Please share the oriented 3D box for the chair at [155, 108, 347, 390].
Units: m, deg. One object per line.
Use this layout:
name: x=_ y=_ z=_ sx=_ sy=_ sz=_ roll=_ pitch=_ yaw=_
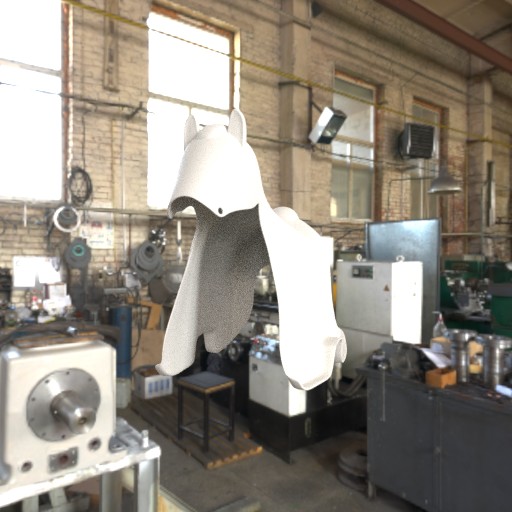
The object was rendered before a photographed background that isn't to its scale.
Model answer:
chair: x=0.000 y=0.000 z=1.190 sx=0.429 sy=0.612 sz=0.800 roll=0 pitch=0 yaw=20
